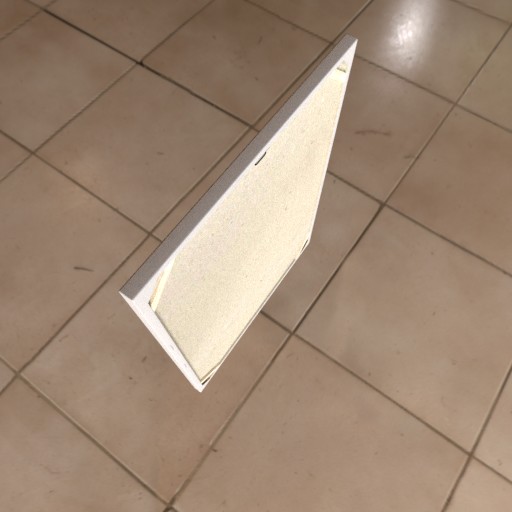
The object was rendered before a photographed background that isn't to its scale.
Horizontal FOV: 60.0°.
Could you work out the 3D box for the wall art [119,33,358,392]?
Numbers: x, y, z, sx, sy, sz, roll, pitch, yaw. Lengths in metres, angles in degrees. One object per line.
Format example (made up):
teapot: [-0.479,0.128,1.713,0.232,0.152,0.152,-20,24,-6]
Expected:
wall art: [0.000,0.000,1.591,0.038,1.212,0.914,32,69,14]
